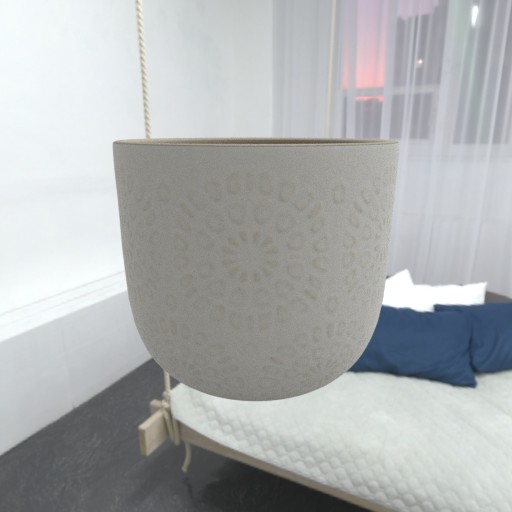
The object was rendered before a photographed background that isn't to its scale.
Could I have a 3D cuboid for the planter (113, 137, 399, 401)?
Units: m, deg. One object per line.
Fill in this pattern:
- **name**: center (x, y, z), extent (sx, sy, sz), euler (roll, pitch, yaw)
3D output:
- **planter**: center (0.000, 0.000, 0.215), extent (0.124, 0.109, 0.124), euler (0, 16, 0)
